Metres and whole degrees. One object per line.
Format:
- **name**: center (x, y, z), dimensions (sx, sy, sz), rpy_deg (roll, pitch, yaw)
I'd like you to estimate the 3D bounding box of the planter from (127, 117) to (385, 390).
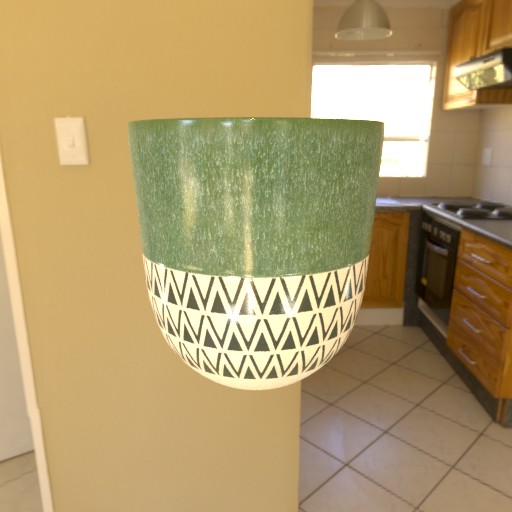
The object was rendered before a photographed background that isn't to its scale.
- **planter**: center (0.000, 0.000, 0.373), dimensions (0.195, 0.214, 0.195), rpy_deg (0, 15, 0)
